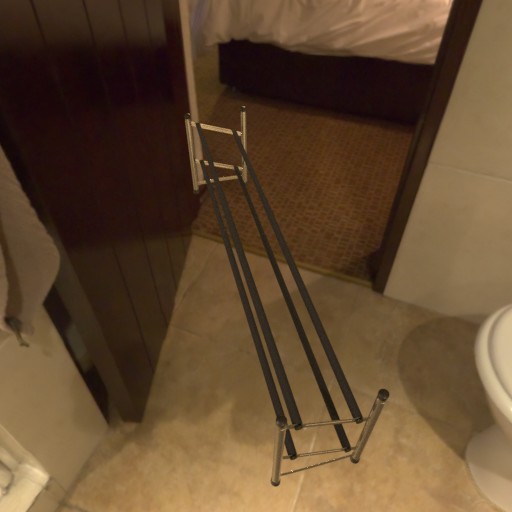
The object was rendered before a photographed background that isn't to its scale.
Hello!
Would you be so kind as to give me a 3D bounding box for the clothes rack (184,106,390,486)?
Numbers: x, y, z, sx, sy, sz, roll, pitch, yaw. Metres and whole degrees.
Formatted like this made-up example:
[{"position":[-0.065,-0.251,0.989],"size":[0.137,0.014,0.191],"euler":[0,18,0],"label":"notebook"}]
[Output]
[{"position":[0.000,0.000,1.335],"size":[0.229,0.349,1.168],"euler":[-11,47,-10],"label":"clothes rack"}]
